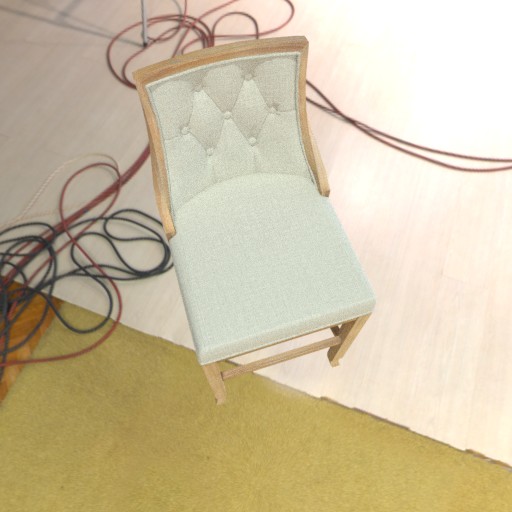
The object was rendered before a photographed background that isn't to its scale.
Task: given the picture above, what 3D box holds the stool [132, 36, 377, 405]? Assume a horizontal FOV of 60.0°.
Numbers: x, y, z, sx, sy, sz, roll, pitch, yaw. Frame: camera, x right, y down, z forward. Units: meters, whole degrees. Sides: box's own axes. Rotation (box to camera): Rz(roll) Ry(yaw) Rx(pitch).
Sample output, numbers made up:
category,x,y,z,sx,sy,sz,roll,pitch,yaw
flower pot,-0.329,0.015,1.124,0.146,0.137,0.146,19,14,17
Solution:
category,x,y,z,sx,sy,sz,roll,pitch,yaw
stool,0.000,0.000,1.435,0.524,1.101,0.626,-16,64,-8
